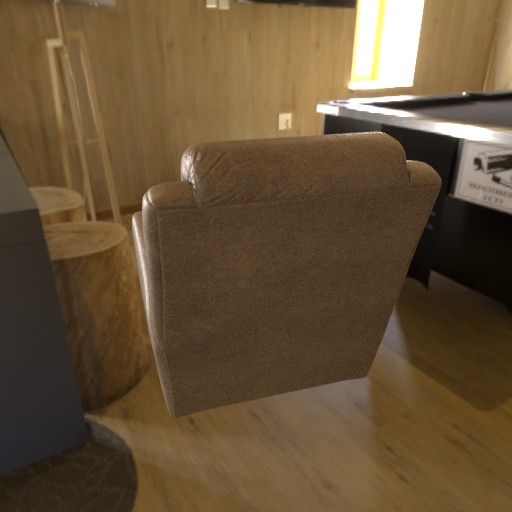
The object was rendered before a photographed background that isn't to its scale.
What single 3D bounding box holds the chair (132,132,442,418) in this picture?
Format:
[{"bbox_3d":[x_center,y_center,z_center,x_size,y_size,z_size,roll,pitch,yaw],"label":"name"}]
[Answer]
[{"bbox_3d":[0.000,0.000,1.851,0.965,1.116,1.068,-7,26,-15],"label":"chair"}]
